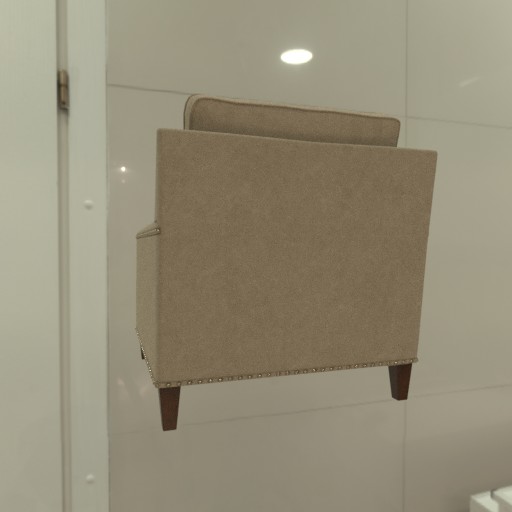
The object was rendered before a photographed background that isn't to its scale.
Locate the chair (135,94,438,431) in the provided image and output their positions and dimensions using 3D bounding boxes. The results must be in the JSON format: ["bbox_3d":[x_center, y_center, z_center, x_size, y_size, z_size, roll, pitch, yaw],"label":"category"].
[{"bbox_3d":[0.000,0.000,1.705,0.853,0.943,1.014,0,1,-18],"label":"chair"}]
